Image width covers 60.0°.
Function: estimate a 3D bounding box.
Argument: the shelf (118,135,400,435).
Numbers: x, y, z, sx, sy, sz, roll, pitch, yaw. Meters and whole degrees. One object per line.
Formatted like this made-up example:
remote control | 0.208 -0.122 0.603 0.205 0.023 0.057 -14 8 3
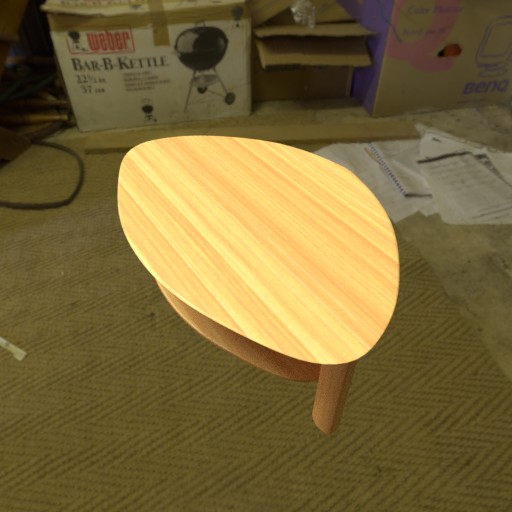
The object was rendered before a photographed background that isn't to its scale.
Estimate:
shelf | 0.000 0.000 1.644 0.845 0.440 1.246 -26 49 -24
